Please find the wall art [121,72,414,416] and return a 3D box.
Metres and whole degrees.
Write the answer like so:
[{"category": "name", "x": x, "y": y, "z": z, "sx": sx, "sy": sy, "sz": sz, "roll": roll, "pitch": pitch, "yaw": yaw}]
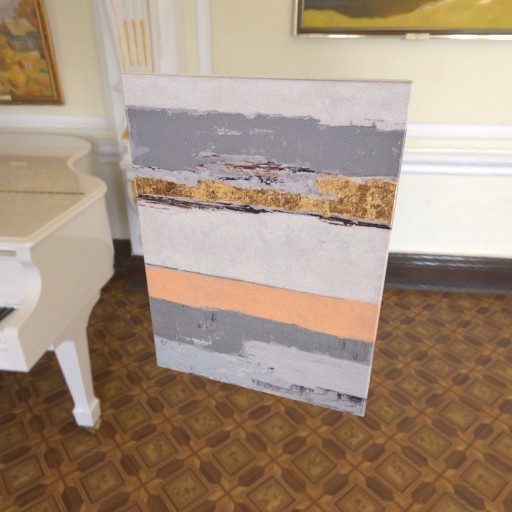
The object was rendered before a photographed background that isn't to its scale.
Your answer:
[{"category": "wall art", "x": 0.000, "y": 0.000, "z": 0.808, "sx": 0.456, "sy": 0.609, "sz": 0.038, "roll": 9, "pitch": 28, "yaw": 17}]
